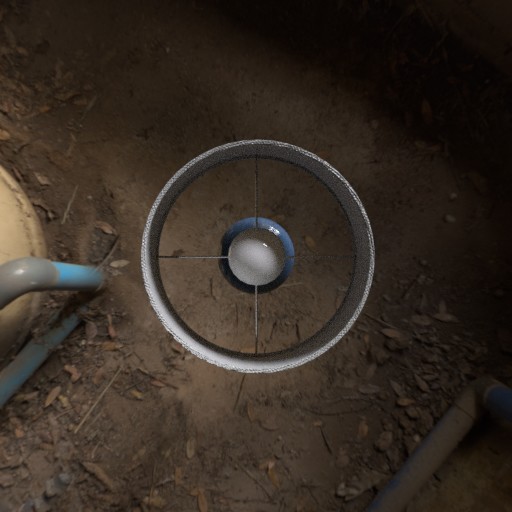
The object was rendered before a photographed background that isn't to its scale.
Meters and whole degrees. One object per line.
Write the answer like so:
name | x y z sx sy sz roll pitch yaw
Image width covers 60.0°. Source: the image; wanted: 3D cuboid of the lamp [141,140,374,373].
lamp | 0.000 0.000 0.591 0.253 0.428 0.253 0 90 0
